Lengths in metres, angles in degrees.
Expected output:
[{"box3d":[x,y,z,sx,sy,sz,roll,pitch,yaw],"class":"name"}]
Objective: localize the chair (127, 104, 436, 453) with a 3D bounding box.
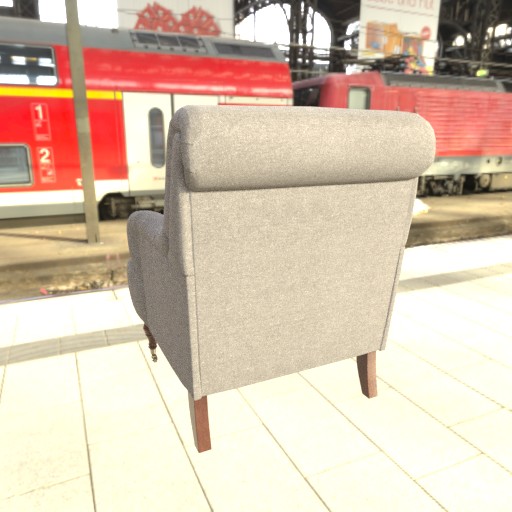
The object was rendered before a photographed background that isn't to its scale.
[{"box3d":[0.000,0.000,1.528,0.766,0.942,0.843,-7,17,-25],"class":"chair"}]
